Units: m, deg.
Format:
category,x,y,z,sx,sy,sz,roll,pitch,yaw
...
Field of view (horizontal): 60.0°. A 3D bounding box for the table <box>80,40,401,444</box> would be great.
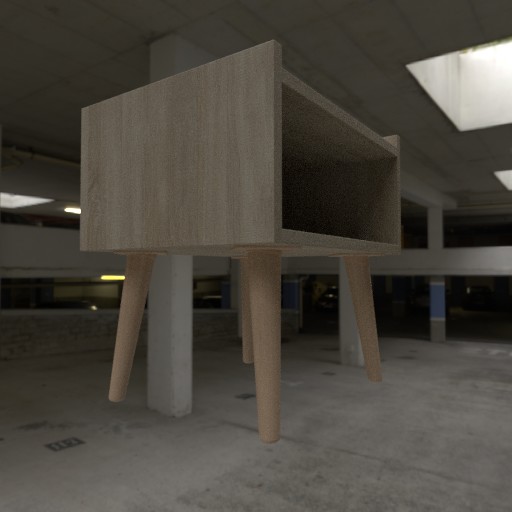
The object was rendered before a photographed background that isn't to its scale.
category,x,y,z,sx,sy,sz,roll,pitch,yaw
table,0.000,0.000,0.783,0.370,0.470,0.450,-1,-2,35
